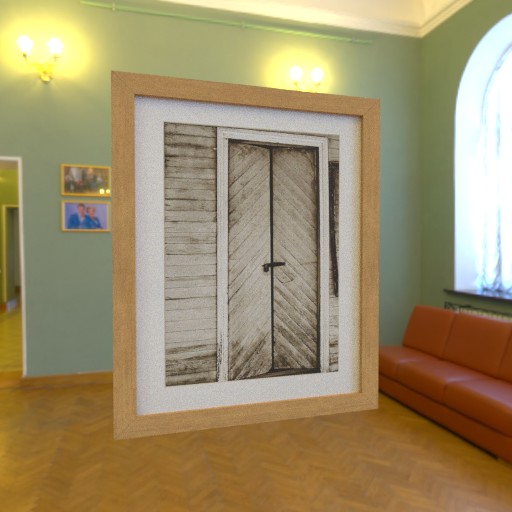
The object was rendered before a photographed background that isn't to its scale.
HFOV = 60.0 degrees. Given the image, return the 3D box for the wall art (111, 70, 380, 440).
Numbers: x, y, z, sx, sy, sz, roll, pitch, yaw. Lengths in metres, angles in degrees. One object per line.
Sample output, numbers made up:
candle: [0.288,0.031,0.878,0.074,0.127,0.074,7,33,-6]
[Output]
wall art: [0.000,0.000,0.747,0.460,0.561,0.020,0,1,-17]
